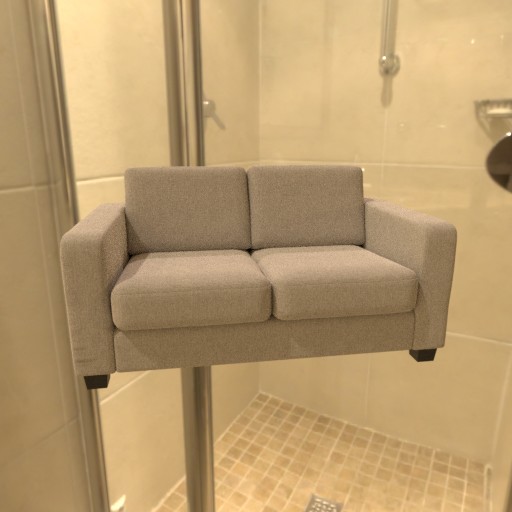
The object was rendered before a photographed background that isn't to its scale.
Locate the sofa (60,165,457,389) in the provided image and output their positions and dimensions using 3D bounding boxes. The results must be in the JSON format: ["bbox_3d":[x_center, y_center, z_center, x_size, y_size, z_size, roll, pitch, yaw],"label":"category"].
[{"bbox_3d":[0.000,0.000,2.080,1.540,0.800,0.900,-2,15,-9],"label":"sofa"}]
